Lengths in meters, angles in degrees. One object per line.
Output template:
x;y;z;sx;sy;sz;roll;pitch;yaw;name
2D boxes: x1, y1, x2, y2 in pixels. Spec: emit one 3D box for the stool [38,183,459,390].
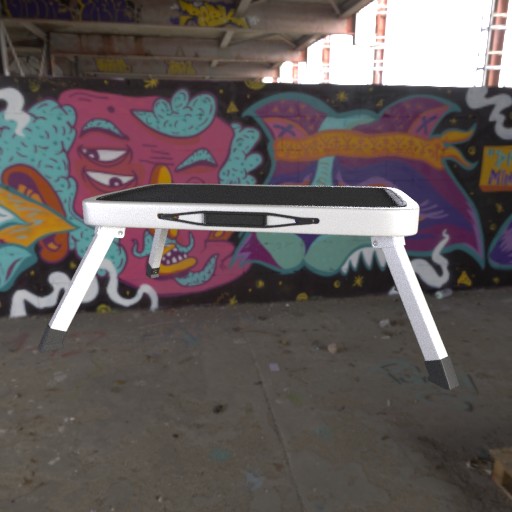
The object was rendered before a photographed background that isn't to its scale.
0.000;0.000;0.597;0.460;0.170;0.320;3;15;10;stool
